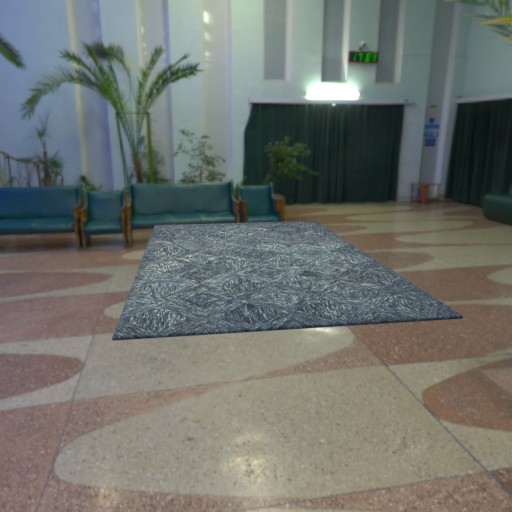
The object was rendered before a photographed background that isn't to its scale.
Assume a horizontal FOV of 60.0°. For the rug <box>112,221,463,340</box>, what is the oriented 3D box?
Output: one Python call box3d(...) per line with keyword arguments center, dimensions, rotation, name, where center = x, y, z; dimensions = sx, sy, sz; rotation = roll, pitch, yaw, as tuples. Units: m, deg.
box3d(center=(0.000, 0.000, 2.935), dimensions=(1.478, 0.017, 2.330), rotation=(-2, 15, -8), name="rug")
